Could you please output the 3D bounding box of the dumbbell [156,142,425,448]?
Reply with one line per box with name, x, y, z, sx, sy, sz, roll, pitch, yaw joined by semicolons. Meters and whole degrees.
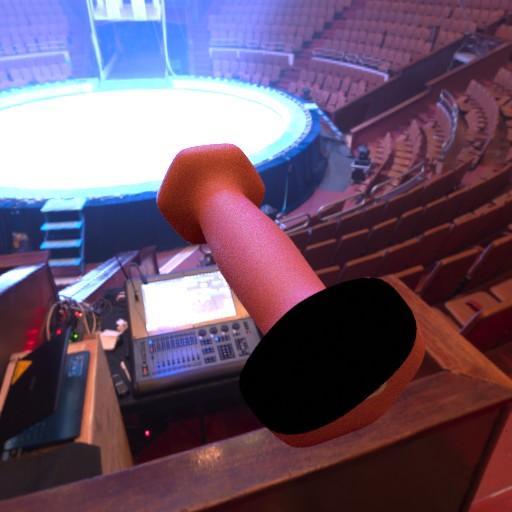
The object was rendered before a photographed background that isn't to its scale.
dumbbell;0.000;0.000;0.146;0.047;0.043;0.123;-11;33;-18
